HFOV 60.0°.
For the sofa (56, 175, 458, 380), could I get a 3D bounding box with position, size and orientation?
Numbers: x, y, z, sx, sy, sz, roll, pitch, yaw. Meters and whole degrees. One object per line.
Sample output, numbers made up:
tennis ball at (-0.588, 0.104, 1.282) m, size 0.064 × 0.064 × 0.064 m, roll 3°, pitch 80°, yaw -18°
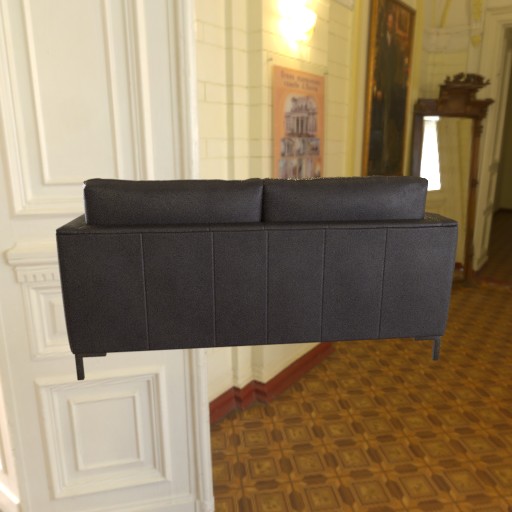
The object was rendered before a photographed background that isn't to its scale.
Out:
sofa at (0.000, 0.000, 2.376) m, size 1.805 × 0.883 × 0.947 m, roll -2°, pitch 14°, yaw -8°
